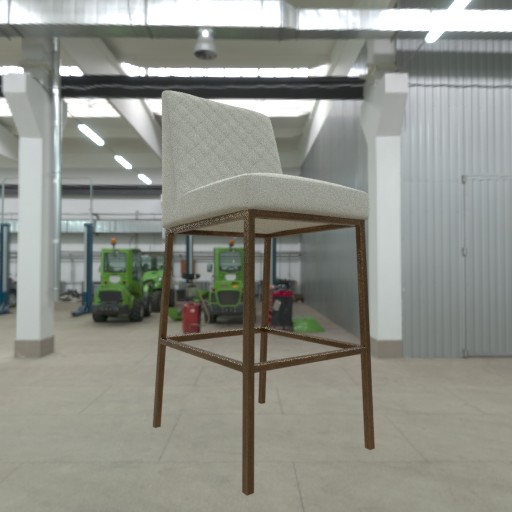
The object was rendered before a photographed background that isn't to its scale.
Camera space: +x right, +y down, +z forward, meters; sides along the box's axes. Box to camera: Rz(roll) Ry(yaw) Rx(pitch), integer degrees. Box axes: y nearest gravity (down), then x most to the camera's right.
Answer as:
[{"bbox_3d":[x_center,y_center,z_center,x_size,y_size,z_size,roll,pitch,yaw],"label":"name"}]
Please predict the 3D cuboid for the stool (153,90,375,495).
[{"bbox_3d":[0.000,0.000,1.342,0.462,1.084,0.546,1,-2,-36],"label":"stool"}]
